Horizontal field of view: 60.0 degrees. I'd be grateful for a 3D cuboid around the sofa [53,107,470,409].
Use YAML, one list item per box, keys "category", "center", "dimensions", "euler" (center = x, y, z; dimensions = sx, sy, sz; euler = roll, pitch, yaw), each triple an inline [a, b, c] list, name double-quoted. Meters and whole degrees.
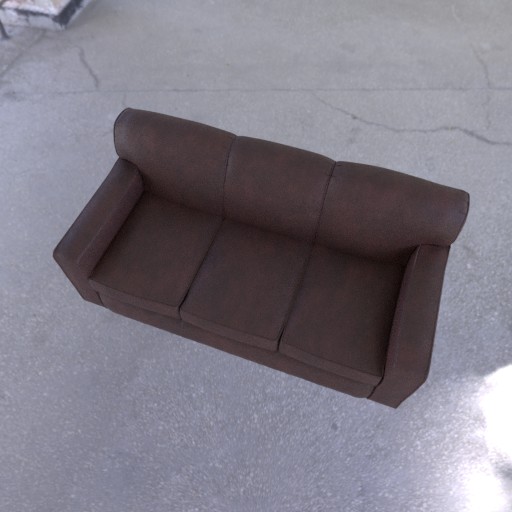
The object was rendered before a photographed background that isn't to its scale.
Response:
- category: "sofa"
  center: [0.000, 0.000, 2.565]
  dimensions: [2.039, 0.953, 1.008]
  euler: [17, 59, 11]
